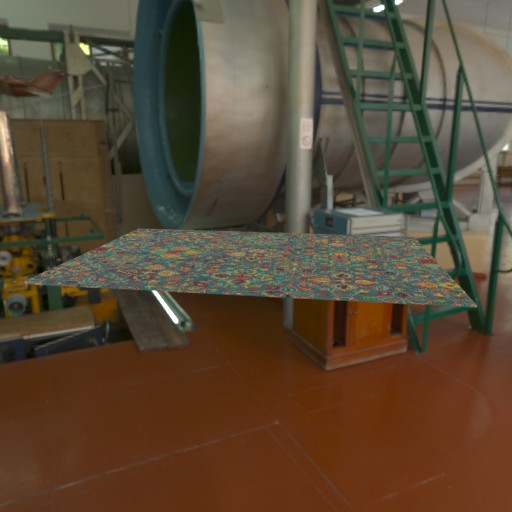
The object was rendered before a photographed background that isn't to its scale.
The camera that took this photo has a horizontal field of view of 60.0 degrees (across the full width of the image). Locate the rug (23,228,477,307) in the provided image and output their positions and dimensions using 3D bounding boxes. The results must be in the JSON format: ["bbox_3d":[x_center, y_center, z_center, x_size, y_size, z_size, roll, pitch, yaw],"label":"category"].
[{"bbox_3d":[0.000,0.000,2.929,2.290,0.016,1.527,2,15,9],"label":"rug"}]
